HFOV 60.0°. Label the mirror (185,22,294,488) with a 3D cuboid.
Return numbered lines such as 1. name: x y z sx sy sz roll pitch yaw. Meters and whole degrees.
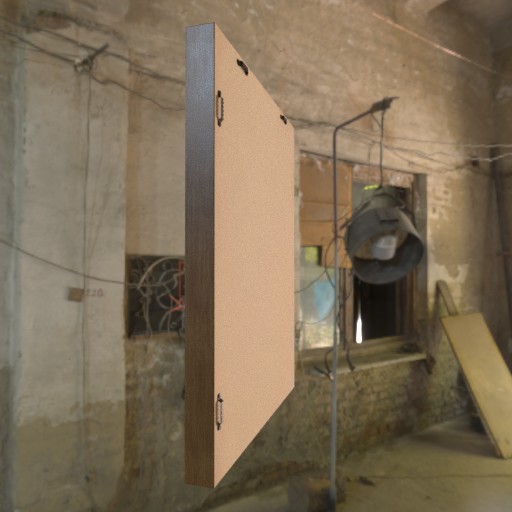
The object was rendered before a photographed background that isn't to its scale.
1. mirror: 0.000 0.000 0.681 0.041 0.509 0.406 0 -1 17
